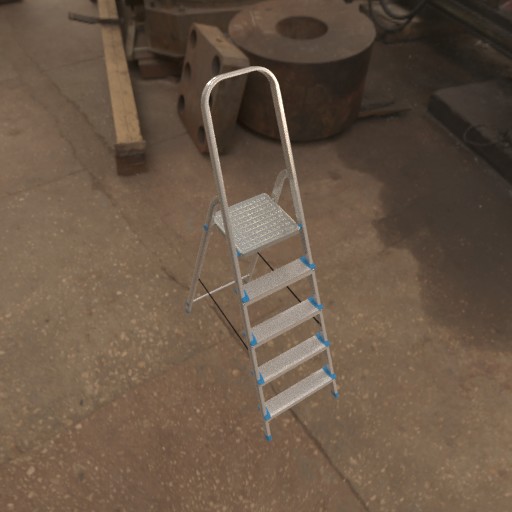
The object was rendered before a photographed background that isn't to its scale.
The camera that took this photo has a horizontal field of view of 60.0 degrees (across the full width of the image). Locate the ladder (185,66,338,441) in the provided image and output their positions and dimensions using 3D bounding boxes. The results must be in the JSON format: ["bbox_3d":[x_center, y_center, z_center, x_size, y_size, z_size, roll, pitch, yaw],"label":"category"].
[{"bbox_3d":[0.000,0.000,2.054,0.468,1.648,0.990,-25,52,-21],"label":"ladder"}]
